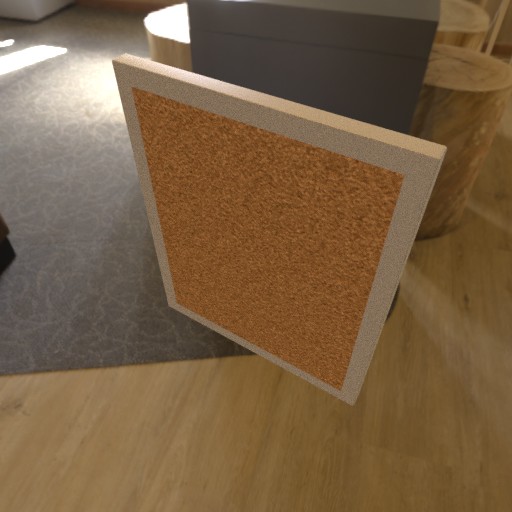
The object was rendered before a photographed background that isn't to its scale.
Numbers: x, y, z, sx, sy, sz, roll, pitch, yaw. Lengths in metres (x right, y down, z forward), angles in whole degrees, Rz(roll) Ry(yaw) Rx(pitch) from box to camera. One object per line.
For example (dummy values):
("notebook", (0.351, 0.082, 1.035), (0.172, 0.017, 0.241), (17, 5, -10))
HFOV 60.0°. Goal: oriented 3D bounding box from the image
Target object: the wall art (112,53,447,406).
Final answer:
("wall art", (0.000, 0.000, 0.737), (0.454, 0.556, 0.028), (24, 51, 21))
